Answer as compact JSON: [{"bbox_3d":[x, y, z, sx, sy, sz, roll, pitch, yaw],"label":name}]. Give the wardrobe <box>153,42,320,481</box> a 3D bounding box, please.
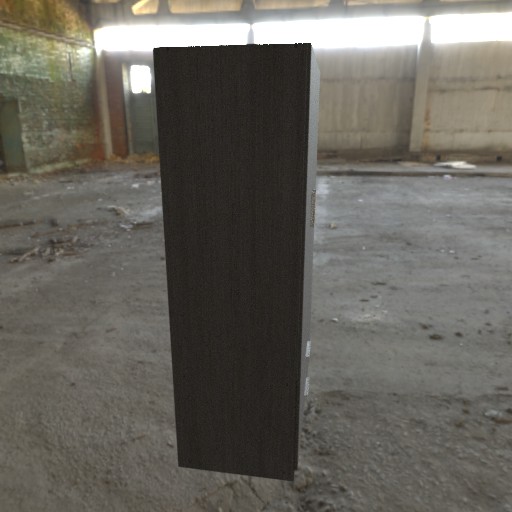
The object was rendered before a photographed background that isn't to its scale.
[{"bbox_3d":[0.000,0.000,2.247,0.577,1.808,0.991,3,17,9],"label":"wardrobe"}]
